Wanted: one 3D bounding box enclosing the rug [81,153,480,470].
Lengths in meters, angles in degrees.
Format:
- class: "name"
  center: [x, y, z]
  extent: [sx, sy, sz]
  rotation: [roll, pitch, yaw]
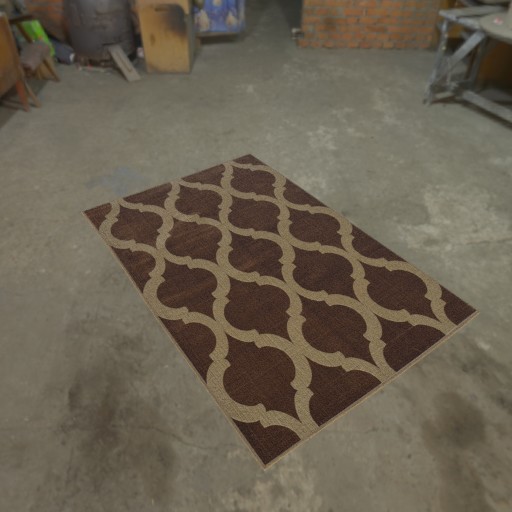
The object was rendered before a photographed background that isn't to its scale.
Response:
- class: "rug"
  center: [0.000, 0.000, 2.878]
  extent: [1.526, 0.014, 2.290]
  rotation: [-25, 47, -26]
